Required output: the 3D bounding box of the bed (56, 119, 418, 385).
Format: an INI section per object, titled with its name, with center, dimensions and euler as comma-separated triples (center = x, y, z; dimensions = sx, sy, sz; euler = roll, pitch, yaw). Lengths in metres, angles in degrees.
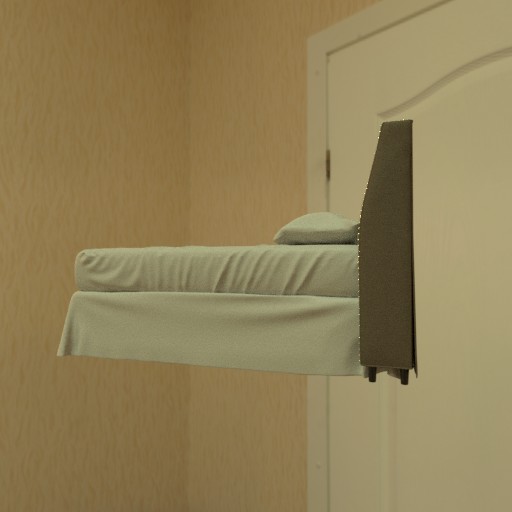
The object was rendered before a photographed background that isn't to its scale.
[bed]
center = 0.000, 0.000, 3.405
dimensions = 2.276, 1.332, 1.925
euler = 0, -1, 19
